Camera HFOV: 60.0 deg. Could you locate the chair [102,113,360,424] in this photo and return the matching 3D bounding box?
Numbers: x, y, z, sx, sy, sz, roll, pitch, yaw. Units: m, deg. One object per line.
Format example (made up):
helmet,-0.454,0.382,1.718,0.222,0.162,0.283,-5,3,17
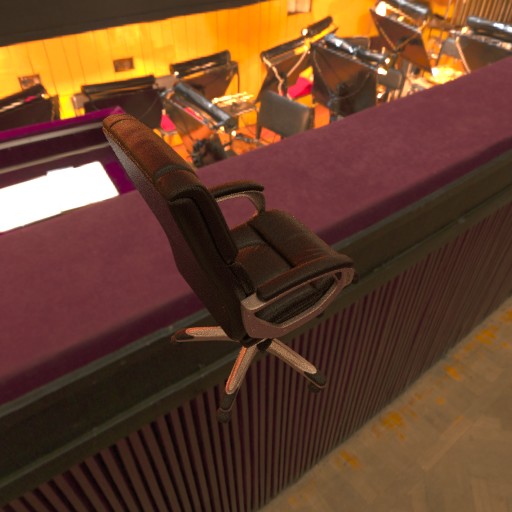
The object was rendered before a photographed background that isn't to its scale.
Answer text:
chair,0.000,0.000,1.651,0.780,1.145,0.700,-24,47,-24
